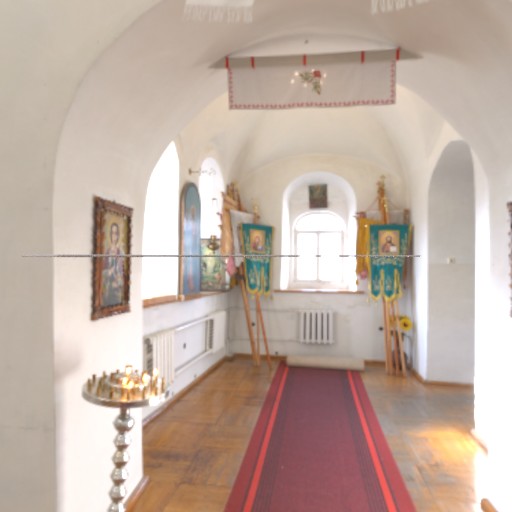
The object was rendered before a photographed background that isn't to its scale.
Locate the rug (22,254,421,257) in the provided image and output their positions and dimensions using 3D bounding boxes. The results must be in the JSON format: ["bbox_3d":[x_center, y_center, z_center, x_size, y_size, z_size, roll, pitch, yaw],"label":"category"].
[{"bbox_3d":[0.000,0.000,2.534,2.294,0.011,0.666,0,0,-38],"label":"rug"}]
